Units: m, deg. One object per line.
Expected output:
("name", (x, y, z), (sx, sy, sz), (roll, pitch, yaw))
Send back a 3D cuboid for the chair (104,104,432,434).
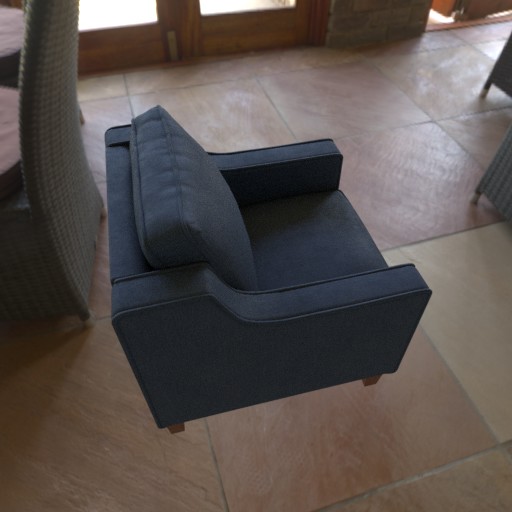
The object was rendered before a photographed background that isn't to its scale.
("chair", (0.000, 0.000, 1.621), (0.909, 0.960, 0.831), (-11, 48, -9))
